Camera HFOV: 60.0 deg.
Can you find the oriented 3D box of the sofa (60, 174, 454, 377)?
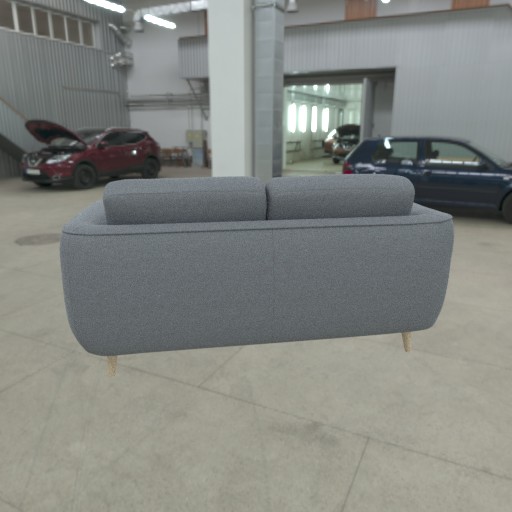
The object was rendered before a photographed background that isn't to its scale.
[{"bbox_3d":[0.000,0.000,2.223,1.700,0.850,0.920,-3,16,-9],"label":"sofa"}]
